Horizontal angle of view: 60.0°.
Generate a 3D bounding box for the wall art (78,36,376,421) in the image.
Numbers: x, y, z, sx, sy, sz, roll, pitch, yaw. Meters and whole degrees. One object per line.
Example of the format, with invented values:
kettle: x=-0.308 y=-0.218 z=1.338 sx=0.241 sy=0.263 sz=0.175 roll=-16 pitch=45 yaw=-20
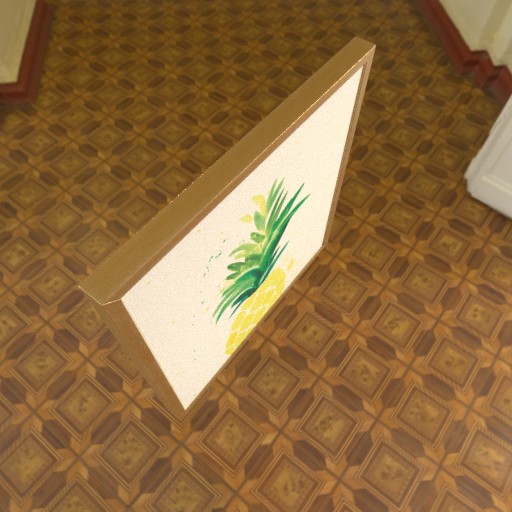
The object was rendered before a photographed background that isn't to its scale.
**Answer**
wall art: x=0.000 y=0.000 z=0.738 sx=0.033 sy=0.509 sz=0.510 roll=33 pitch=64 yaw=19
